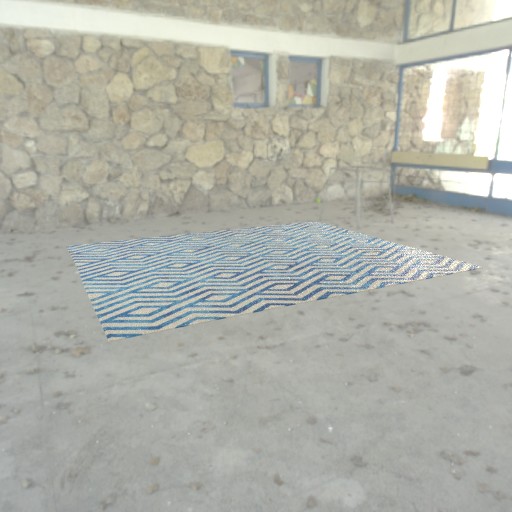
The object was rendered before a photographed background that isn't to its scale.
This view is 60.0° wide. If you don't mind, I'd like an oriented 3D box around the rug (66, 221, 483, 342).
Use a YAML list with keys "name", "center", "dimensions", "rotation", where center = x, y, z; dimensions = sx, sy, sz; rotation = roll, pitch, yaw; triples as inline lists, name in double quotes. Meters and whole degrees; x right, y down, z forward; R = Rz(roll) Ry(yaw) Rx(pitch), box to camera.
- name: "rug"
  center: [0.000, 0.000, 4.118]
  dimensions: [3.059, 0.008, 2.453]
  rotation: [-8, 17, -26]
